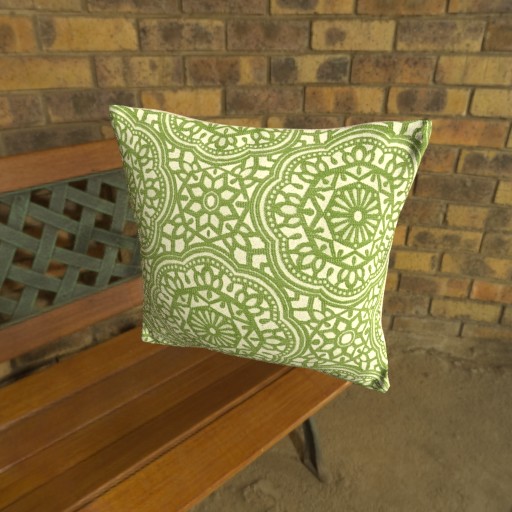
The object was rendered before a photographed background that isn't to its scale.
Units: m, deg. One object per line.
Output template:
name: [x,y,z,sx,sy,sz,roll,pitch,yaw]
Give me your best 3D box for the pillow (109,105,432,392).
pillow: [0.000,0.000,0.665,0.440,0.419,0.162,8,28,15]
